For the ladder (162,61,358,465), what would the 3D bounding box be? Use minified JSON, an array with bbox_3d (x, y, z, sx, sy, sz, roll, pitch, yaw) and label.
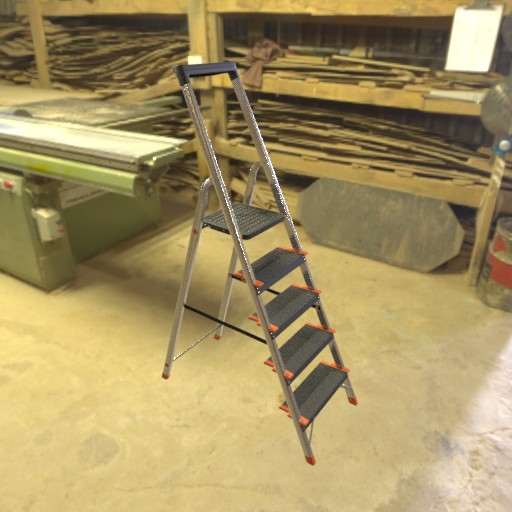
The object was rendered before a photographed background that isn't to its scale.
[{"bbox_3d":[0.000,0.000,2.077,0.995,1.646,0.480,18,32,32],"label":"ladder"}]
